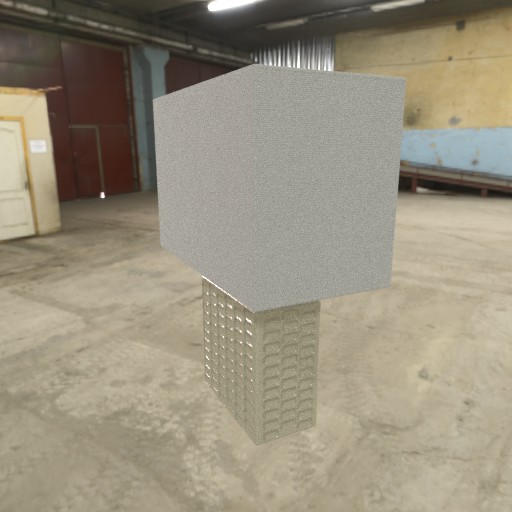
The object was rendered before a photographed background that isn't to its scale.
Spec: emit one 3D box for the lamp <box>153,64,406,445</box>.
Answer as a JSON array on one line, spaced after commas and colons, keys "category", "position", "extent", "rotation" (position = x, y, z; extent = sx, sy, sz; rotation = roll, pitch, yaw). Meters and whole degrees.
[{"category": "lamp", "position": [0.000, 0.000, 0.694], "extent": [0.200, 0.515, 0.380], "rotation": [-7, 16, -26]}]
